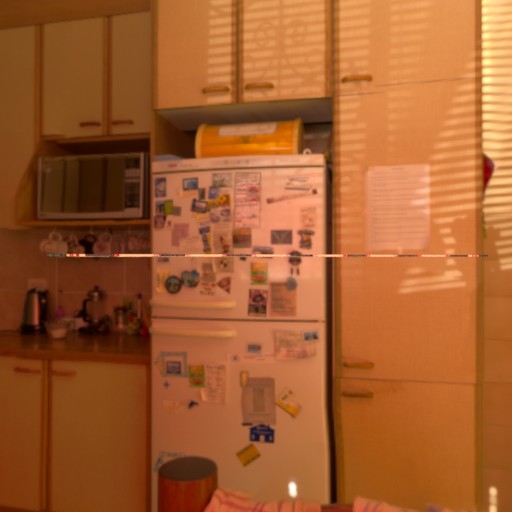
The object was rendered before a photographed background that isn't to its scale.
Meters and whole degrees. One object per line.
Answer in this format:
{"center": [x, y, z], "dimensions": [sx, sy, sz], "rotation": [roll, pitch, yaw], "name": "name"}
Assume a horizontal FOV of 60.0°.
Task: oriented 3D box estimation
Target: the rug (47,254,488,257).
{"center": [0.000, 0.000, 2.299], "dimensions": [1.825, 0.009, 1.221], "rotation": [0, 0, -18], "name": "rug"}
